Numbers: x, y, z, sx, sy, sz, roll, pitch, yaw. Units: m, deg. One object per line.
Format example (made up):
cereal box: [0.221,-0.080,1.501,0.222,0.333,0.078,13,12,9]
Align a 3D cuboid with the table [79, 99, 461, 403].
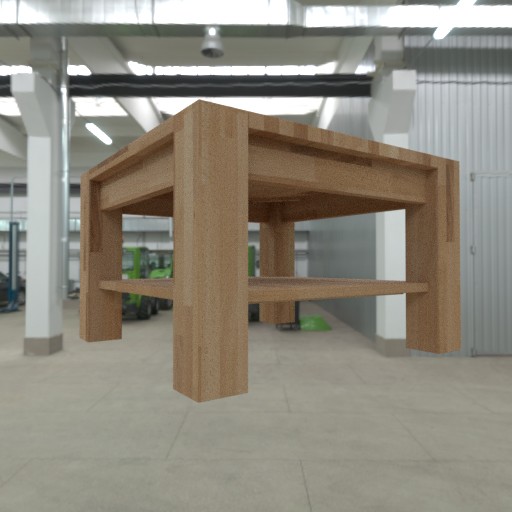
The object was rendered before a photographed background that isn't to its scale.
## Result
table: [0.000,0.000,1.143,0.700,0.451,0.700,1,-1,-35]
